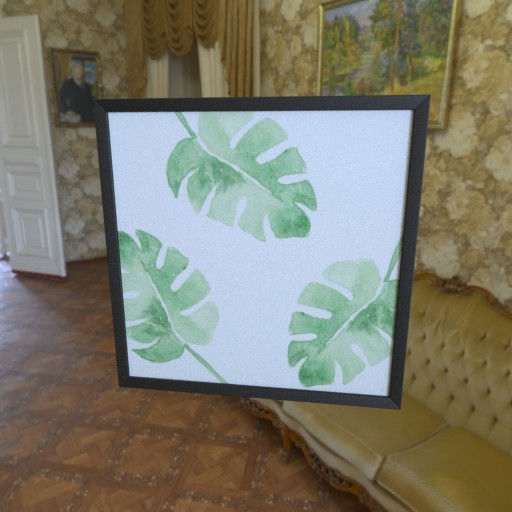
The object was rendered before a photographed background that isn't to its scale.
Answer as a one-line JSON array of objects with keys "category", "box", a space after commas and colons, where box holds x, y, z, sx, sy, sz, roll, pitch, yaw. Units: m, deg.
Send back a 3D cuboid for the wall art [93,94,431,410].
[{"category": "wall art", "box": [0.000, 0.000, 0.452, 0.304, 0.304, 0.038, 2, 15, 8]}]
